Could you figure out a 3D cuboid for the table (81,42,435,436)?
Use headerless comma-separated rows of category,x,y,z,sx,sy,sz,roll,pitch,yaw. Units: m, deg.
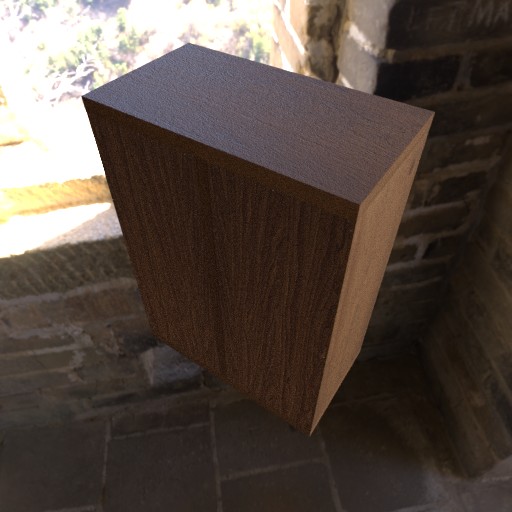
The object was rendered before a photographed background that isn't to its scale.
table,0.000,0.000,1.756,0.901,1.294,0.524,26,51,23
